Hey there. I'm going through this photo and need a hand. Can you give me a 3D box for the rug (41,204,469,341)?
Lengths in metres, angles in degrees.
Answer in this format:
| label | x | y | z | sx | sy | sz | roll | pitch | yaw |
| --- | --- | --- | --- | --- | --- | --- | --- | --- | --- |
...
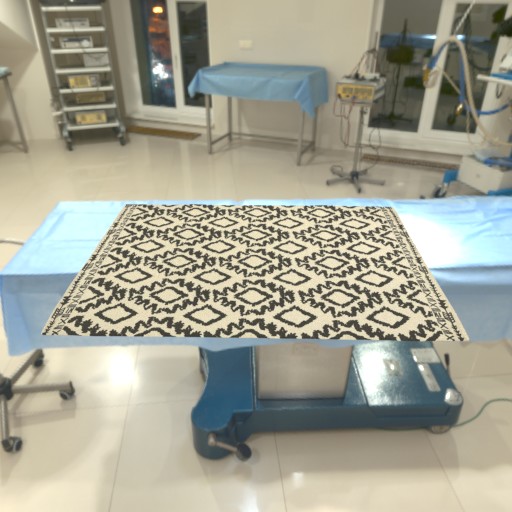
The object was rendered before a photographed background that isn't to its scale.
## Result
| label | x | y | z | sx | sy | sz | roll | pitch | yaw |
| --- | --- | --- | --- | --- | --- | --- | --- | --- | --- |
| rug | 0.000 | 0.000 | 4.475 | 3.369 | 0.036 | 2.444 | 1 | 31 | 1 |
